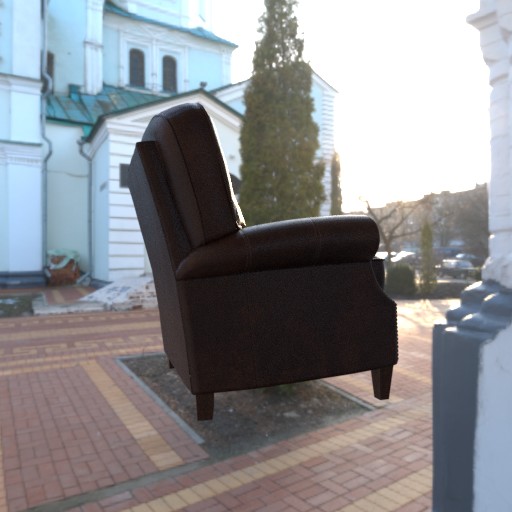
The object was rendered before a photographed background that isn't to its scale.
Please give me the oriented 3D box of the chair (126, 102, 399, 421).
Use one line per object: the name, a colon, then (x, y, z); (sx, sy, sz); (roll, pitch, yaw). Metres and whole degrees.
chair: (0.000, 0.000, 1.798); (0.986, 1.018, 0.936); (0, 0, -19)
